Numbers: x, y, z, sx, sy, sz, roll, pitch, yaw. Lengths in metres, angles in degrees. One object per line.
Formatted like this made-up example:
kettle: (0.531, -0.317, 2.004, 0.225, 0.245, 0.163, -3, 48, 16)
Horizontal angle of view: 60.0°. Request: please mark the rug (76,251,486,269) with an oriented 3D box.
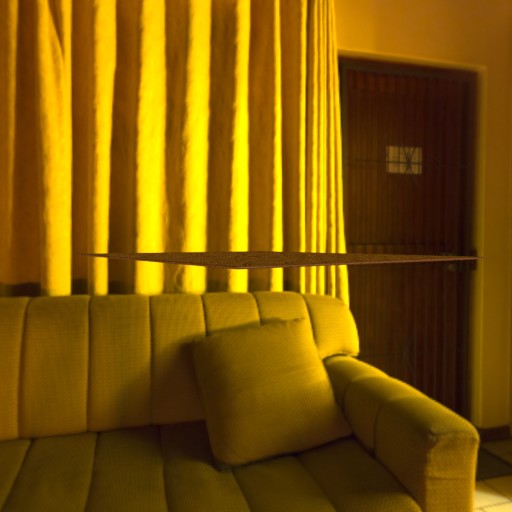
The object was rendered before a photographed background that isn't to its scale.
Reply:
rug: (0.000, 0.000, 4.127, 2.441, 0.016, 3.050, -1, 2, -36)
